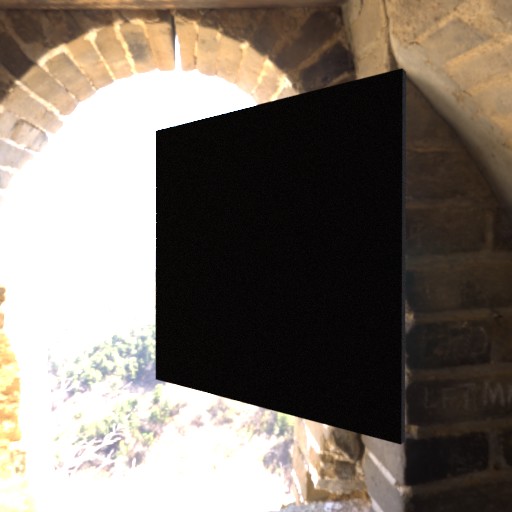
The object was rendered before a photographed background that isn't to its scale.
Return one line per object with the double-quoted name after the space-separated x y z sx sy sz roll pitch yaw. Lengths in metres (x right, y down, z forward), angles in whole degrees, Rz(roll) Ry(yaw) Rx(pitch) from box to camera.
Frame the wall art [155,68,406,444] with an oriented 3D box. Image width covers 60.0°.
0.000 0.000 0.682 0.456 0.458 0.013 0 1 37 "wall art"
